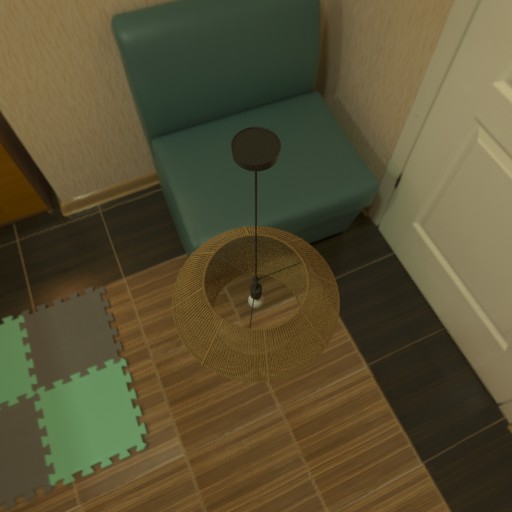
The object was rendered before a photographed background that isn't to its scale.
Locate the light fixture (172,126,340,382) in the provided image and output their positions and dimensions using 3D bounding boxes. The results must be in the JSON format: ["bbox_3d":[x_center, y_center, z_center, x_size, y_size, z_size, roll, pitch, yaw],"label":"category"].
[{"bbox_3d":[0.000,0.000,1.394,0.643,1.009,0.643,0,62,0],"label":"light fixture"}]
